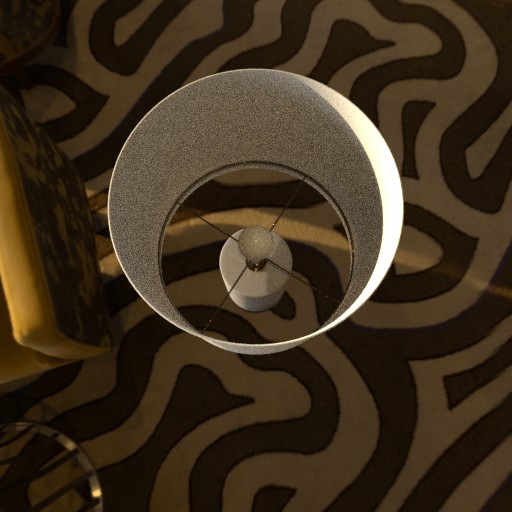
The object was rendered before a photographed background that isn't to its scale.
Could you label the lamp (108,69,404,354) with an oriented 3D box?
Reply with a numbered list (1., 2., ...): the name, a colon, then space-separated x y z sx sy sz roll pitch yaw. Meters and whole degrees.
1. lamp: 0.000 0.000 0.527 0.229 0.380 0.229 0 76 0
